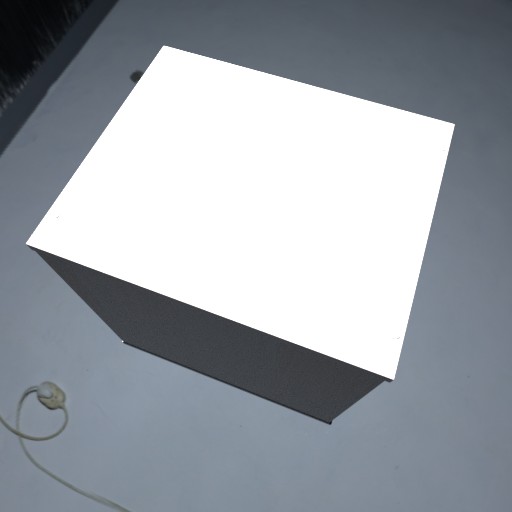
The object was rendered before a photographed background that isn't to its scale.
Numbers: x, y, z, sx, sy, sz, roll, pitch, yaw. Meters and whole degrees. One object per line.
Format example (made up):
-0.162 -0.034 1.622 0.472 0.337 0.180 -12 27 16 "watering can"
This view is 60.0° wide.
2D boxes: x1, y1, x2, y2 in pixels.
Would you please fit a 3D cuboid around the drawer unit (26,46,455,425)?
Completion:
0.000 0.000 0.599 0.349 0.344 0.290 19 65 9 "drawer unit"
